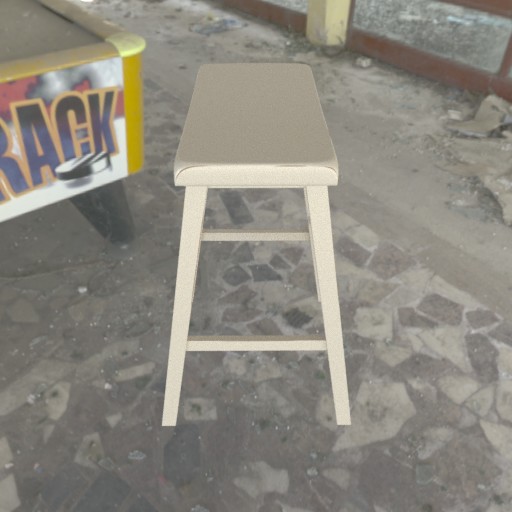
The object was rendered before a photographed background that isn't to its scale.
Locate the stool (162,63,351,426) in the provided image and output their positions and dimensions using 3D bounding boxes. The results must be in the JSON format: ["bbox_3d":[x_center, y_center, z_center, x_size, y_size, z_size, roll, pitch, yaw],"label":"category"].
[{"bbox_3d":[0.000,0.000,1.046,0.476,0.737,0.457,0,41,0],"label":"stool"}]
